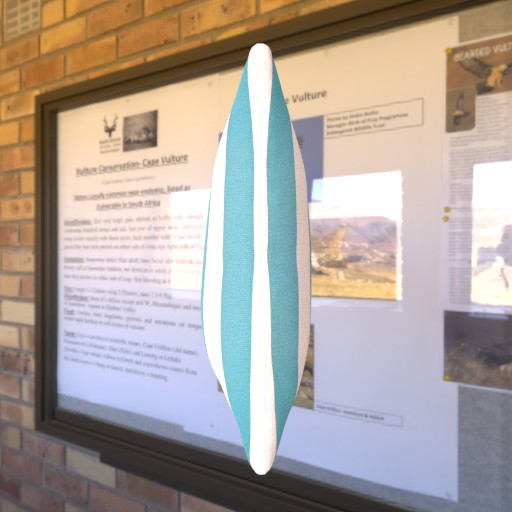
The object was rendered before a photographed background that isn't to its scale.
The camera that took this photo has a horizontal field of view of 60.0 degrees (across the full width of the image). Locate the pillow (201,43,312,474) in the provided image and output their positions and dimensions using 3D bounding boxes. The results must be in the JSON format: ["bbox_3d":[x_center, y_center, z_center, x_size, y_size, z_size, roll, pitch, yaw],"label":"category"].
[{"bbox_3d":[0.000,0.000,0.794,0.189,0.526,0.536,0,0,-1],"label":"pillow"}]
